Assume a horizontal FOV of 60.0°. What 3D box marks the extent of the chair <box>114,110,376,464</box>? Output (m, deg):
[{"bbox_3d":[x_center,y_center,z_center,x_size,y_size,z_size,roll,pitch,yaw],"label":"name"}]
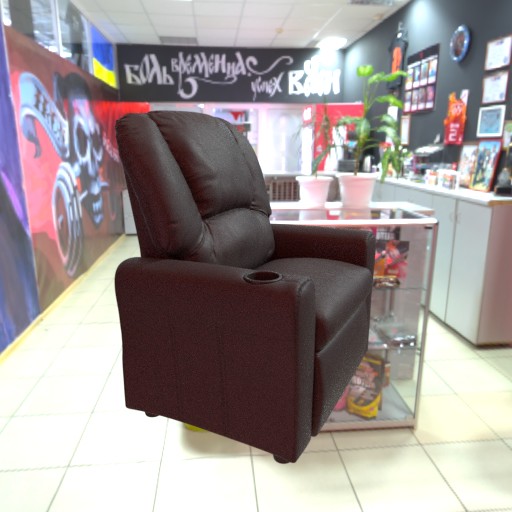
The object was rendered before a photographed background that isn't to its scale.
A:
[{"bbox_3d":[0.000,0.000,1.117,0.521,0.709,0.610,7,16,27],"label":"chair"}]
